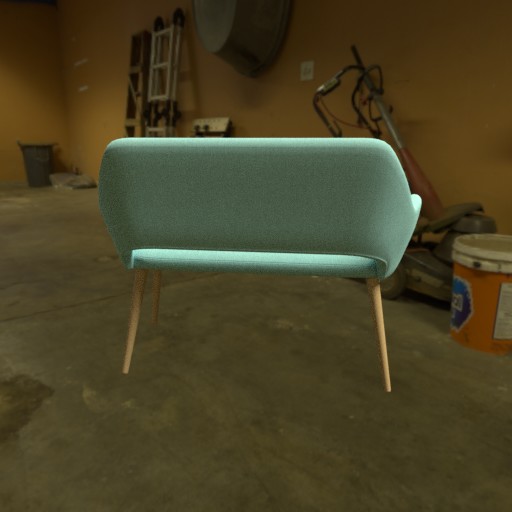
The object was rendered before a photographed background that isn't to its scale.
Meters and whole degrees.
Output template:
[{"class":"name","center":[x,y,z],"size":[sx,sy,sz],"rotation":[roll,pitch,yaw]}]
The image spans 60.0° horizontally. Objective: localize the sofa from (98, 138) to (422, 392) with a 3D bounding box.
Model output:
[{"class":"sofa","center":[0.000,0.000,1.626],"size":[1.150,0.840,0.610],"rotation":[2,15,7]}]
